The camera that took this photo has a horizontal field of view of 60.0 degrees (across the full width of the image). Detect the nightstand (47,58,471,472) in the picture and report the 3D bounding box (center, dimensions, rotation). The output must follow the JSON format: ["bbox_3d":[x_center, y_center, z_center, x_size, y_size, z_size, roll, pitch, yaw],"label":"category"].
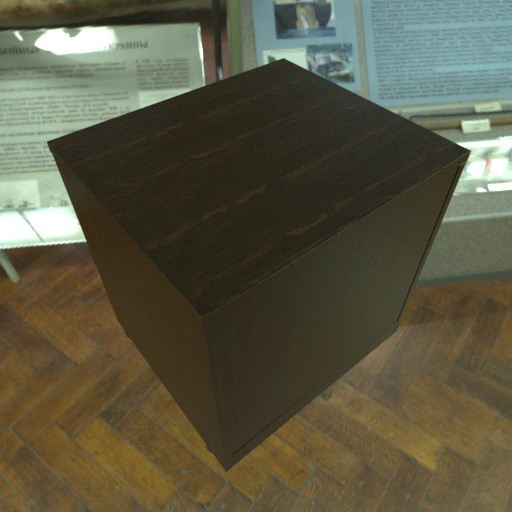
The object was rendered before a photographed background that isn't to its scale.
[{"bbox_3d":[0.000,0.000,0.852,0.489,0.487,0.427,-30,54,-26],"label":"nightstand"}]
